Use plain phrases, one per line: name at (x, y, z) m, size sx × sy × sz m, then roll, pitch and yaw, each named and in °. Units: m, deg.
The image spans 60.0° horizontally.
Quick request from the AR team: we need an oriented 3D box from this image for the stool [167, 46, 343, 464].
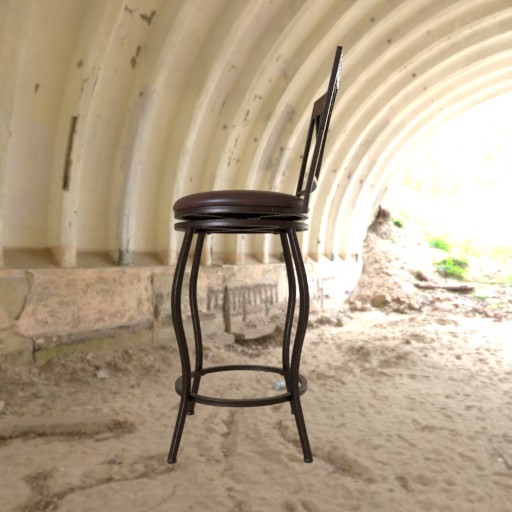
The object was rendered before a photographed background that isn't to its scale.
stool at (0.000, 0.000, 1.388) m, size 0.514 × 1.117 × 0.433 m, roll 0°, pitch 0°, yaw -1°
